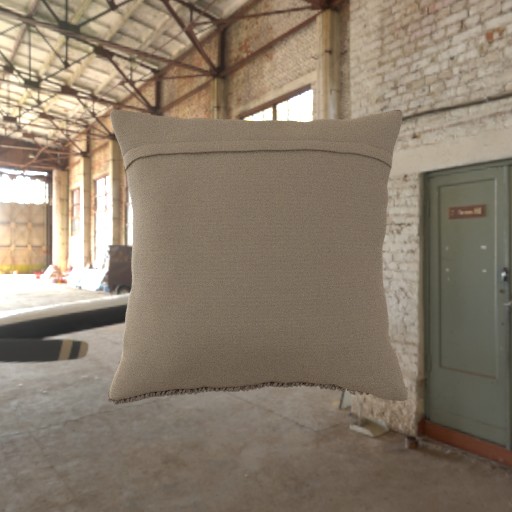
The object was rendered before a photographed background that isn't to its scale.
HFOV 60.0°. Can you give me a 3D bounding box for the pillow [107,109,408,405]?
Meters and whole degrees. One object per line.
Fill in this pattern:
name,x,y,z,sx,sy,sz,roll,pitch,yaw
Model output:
pillow,0.000,0.000,0.707,0.475,0.473,0.178,0,0,-1
